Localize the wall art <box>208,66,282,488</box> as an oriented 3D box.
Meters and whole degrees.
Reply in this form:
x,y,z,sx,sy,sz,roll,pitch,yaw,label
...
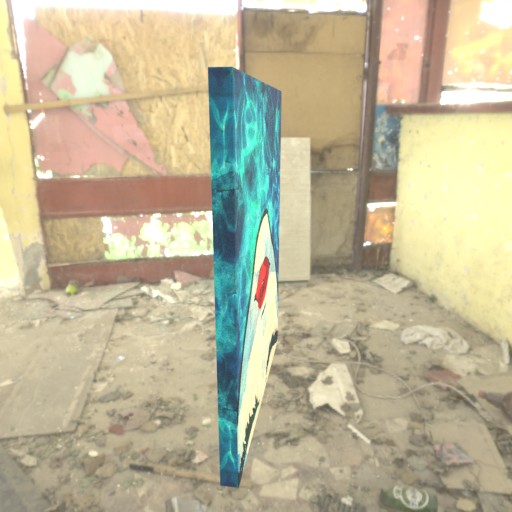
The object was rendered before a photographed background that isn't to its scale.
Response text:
x,y,z,sx,sy,sz,roll,pitch,yaw,label
0.000,0.000,1.041,0.038,0.760,0.609,3,17,9,wall art
